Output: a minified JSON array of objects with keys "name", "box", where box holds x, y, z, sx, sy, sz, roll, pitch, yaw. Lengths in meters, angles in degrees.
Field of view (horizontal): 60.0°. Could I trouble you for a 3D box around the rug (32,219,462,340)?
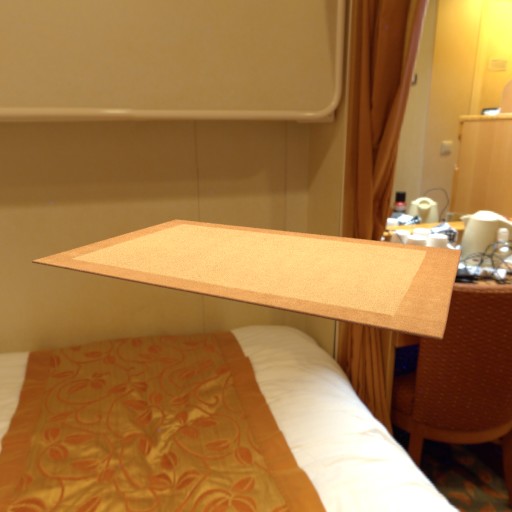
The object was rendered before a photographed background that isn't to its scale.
[{"name":"rug","box":[0.000,0.000,2.955,2.438,0.014,1.524,8,18,26]}]
